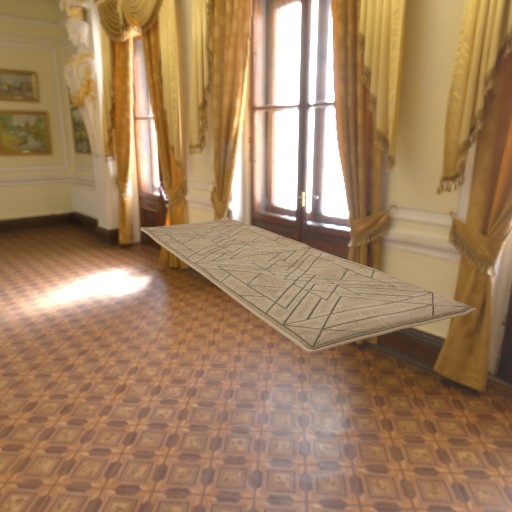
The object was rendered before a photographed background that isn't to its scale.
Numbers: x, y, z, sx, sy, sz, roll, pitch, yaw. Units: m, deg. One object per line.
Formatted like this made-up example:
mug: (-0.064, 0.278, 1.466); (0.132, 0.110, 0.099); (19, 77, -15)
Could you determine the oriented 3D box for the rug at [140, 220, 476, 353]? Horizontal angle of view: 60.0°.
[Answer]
rug: (0.000, 0.000, 2.668); (0.831, 0.036, 2.381); (-8, 16, -27)
